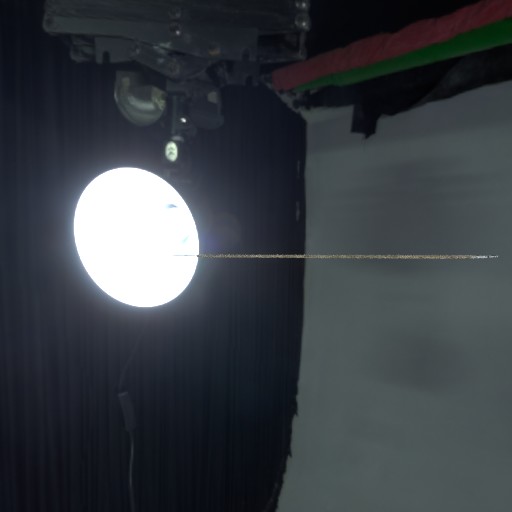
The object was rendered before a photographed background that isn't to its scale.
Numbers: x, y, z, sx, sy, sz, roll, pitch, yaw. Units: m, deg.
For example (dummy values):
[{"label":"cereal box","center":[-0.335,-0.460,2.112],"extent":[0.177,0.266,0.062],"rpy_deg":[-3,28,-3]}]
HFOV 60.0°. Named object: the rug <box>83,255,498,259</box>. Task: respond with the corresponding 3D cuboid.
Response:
[{"label":"rug","center":[0.000,0.000,2.843],"extent":[2.664,0.011,0.762],"rpy_deg":[0,0,36]}]
